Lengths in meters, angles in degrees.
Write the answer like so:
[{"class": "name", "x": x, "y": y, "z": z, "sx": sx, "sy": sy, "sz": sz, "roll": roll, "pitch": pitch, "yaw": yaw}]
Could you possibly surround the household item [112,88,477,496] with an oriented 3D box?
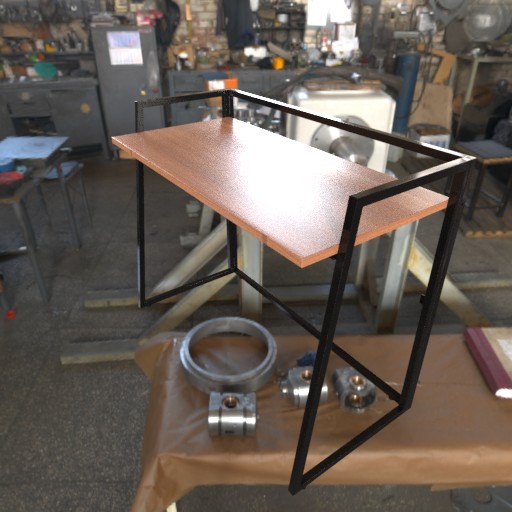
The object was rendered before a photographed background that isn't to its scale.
[{"class": "household item", "x": 0.000, "y": 0.000, "z": 1.483, "sx": 0.510, "sy": 0.860, "sz": 1.050, "roll": -21, "pitch": 37, "yaw": -30}]
